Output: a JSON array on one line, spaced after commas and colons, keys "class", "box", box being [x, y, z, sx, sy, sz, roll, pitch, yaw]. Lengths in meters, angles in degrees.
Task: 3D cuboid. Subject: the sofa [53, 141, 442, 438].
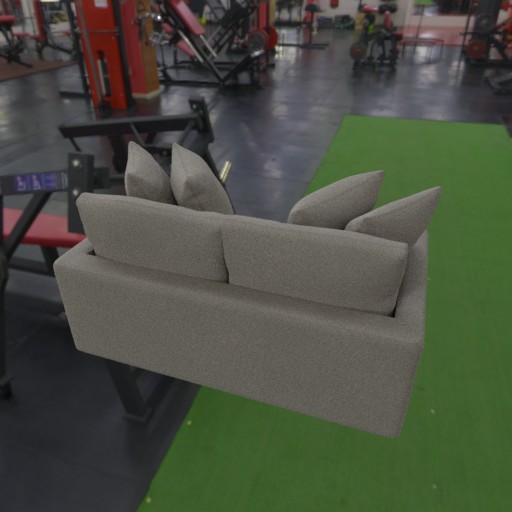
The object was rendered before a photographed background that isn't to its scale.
[{"class": "sofa", "box": [0.000, 0.000, 2.590, 1.869, 1.080, 1.228, 10, 33, 16]}]
